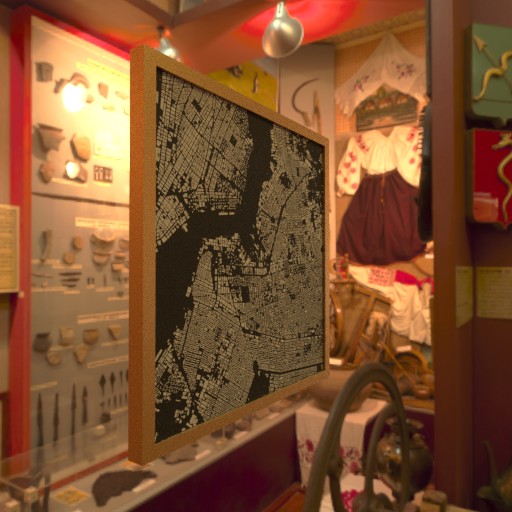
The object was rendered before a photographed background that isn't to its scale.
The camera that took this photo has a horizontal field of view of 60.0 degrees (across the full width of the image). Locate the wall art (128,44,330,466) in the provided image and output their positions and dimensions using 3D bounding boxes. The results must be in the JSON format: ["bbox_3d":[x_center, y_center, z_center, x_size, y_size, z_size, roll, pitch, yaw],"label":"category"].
[{"bbox_3d":[0.000,0.000,2.836,0.099,1.926,1.926,-1,-1,35],"label":"wall art"}]
